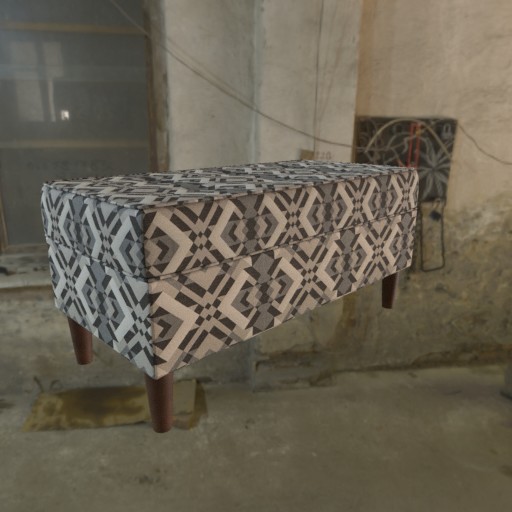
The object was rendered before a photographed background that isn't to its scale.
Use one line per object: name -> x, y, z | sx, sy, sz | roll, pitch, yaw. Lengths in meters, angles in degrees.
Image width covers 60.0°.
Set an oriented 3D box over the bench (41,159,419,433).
bench -> 0.000, 0.000, 1.294 | 1.016, 0.477, 0.492 | -16, 23, -42
